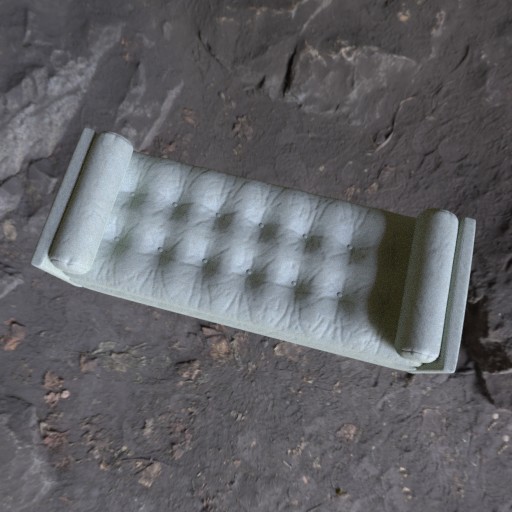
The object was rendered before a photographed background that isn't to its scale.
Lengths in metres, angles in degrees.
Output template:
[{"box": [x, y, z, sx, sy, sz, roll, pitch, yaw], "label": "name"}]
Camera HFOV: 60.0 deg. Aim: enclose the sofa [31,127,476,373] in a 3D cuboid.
[{"box": [0.000, 0.000, 2.463, 2.102, 0.705, 0.796, 14, 76, 4], "label": "sofa"}]
